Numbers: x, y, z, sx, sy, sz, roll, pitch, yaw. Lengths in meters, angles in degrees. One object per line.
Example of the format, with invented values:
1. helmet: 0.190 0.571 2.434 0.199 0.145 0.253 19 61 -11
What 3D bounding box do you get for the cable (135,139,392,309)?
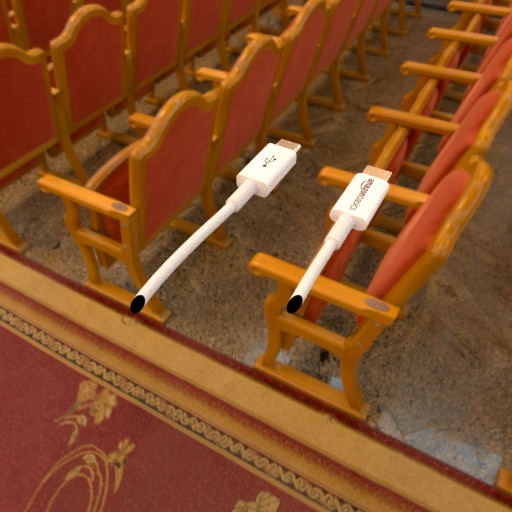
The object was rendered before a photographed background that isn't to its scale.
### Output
1. cable: 0.000 0.000 0.110 0.040 0.006 0.098 23 51 20
